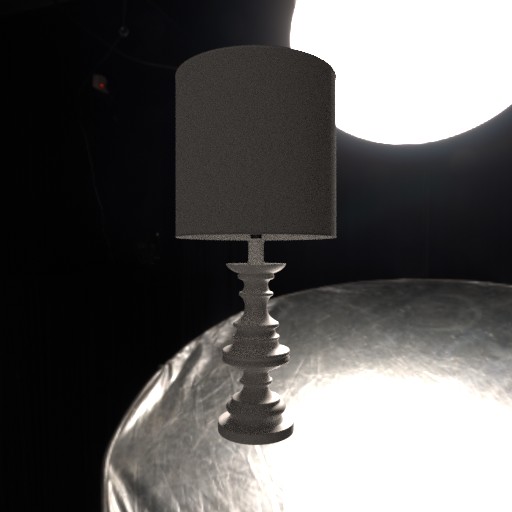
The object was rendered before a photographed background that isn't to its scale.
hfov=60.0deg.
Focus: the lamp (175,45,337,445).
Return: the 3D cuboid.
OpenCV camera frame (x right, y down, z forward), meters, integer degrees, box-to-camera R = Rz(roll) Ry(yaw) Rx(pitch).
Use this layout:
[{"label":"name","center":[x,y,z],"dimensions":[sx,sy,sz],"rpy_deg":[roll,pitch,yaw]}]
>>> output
[{"label":"lamp","center":[0.000,0.000,0.582],"dimensions":[0.208,0.455,0.208],"rpy_deg":[0,0,19]}]
